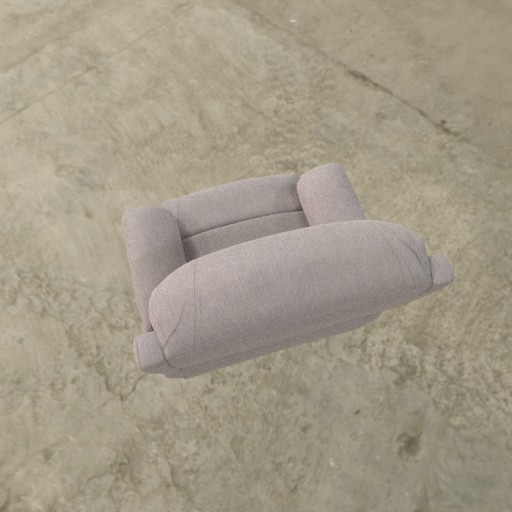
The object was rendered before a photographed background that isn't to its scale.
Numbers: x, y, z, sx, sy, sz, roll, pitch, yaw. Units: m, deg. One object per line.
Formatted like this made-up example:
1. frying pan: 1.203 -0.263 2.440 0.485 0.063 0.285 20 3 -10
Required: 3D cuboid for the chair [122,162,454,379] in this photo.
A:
1. chair: 0.000 0.000 1.682 0.930 1.011 0.899 -14 60 -8
